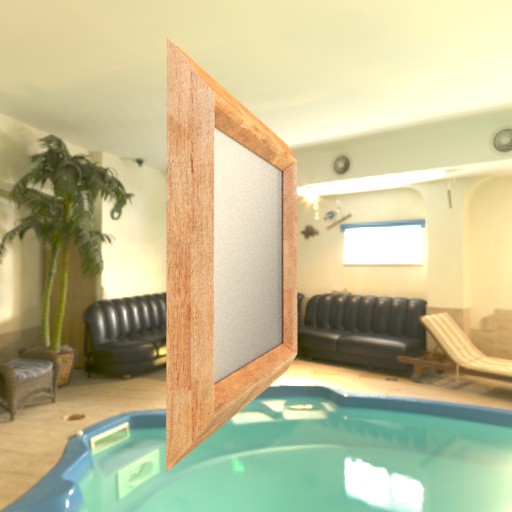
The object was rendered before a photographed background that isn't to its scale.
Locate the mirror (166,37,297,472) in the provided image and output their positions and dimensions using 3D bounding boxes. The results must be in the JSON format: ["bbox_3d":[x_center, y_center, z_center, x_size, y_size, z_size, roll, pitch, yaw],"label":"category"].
[{"bbox_3d":[0.000,0.000,0.960,0.047,0.651,0.651,0,-1,20],"label":"mirror"}]
